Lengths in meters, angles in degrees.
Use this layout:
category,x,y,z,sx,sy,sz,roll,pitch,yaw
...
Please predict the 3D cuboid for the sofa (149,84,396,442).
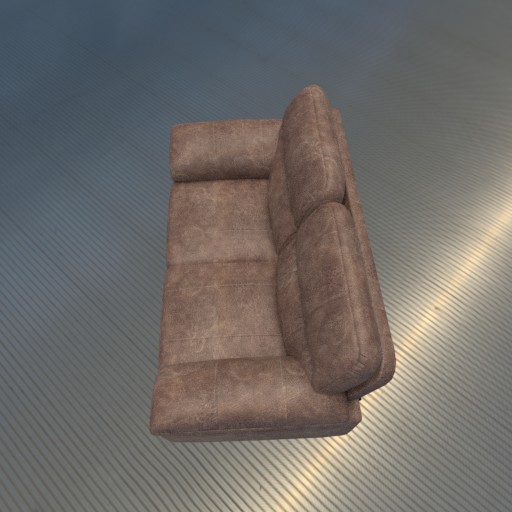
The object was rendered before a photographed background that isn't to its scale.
category,x,y,z,sx,sy,sz,roll,pitch,yaw
sofa,0.000,0.000,2.316,0.991,0.991,1.753,-3,58,-2
